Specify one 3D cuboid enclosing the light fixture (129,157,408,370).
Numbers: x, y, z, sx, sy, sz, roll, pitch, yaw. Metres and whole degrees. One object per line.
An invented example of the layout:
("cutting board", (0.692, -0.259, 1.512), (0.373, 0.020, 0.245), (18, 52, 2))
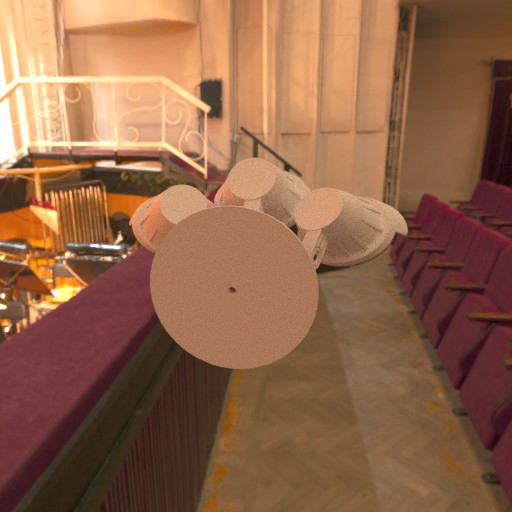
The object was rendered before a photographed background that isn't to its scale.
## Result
("light fixture", (0.000, 0.000, 0.546), (0.369, 0.237, 0.278), (3, 16, 9))
